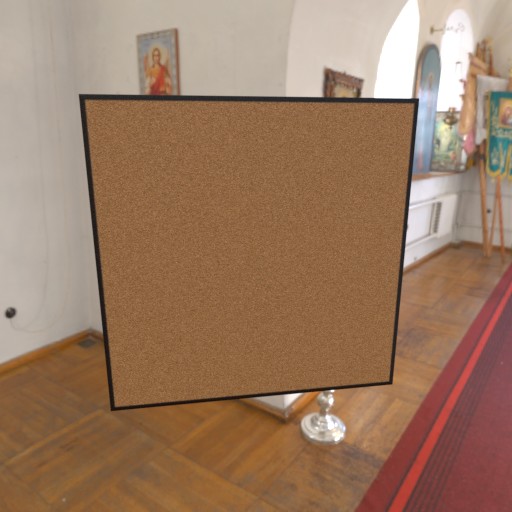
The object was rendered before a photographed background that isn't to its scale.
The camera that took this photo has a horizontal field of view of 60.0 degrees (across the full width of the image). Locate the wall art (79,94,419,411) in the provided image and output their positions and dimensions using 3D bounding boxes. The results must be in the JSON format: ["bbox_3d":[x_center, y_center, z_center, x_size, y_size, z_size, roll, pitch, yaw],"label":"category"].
[{"bbox_3d":[0.000,0.000,0.449,0.304,0.303,0.037,-3,16,-9],"label":"wall art"}]
